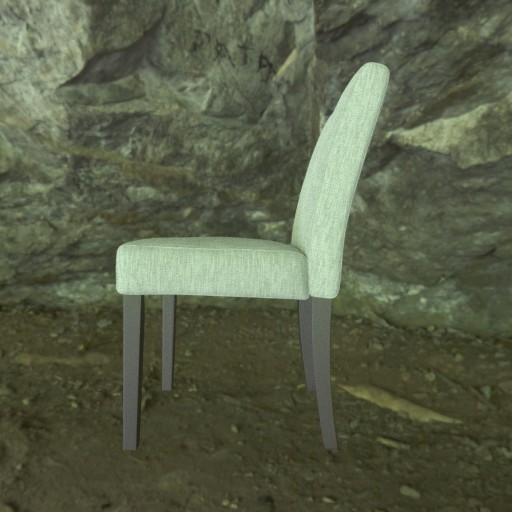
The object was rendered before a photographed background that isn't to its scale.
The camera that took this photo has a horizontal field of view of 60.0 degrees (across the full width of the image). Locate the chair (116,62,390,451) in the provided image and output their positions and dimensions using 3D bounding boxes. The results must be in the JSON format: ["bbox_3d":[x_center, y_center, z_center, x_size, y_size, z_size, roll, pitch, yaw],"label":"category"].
[{"bbox_3d":[0.000,0.000,1.215,0.629,0.884,0.487,0,2,1],"label":"chair"}]
